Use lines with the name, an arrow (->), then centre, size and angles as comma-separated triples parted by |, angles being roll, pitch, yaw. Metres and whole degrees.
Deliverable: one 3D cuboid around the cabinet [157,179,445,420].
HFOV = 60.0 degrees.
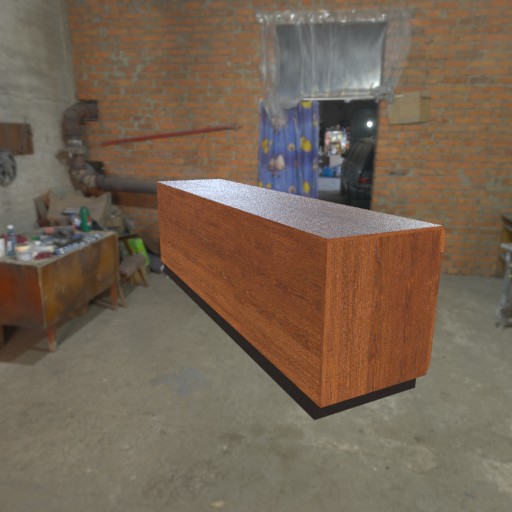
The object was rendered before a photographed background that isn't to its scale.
cabinet -> 0.000, 0.000, 1.880 | 0.419, 0.510, 1.600 | -7, 16, -25
